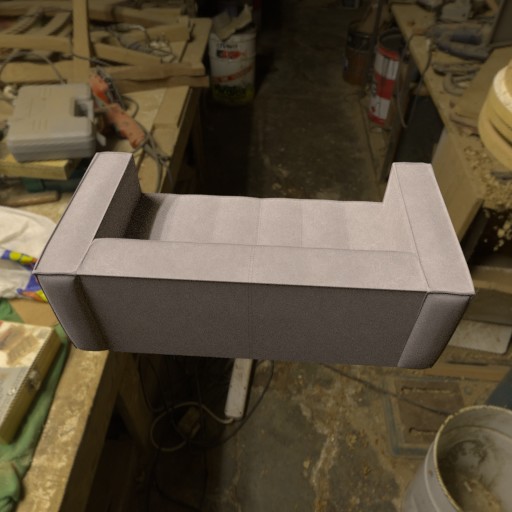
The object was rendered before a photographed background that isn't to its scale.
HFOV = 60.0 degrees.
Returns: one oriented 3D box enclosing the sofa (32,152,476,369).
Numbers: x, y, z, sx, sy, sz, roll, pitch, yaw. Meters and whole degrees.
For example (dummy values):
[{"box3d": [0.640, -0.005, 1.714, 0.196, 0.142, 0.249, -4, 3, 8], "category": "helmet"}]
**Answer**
[{"box3d": [0.000, 0.000, 2.503, 1.995, 0.680, 1.038, 3, 46, 3], "category": "sofa"}]
